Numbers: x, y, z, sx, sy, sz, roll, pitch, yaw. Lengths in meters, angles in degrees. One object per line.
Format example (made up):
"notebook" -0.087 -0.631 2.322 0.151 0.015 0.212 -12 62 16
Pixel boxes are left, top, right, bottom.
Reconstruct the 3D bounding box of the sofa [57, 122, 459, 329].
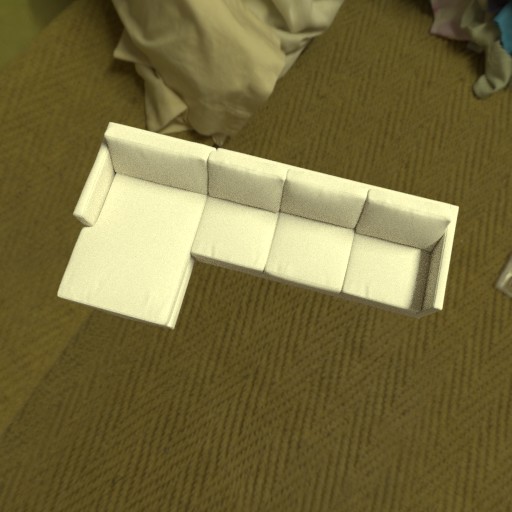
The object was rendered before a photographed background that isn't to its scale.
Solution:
"sofa" 0.000 0.000 3.931 3.186 0.846 1.625 15 75 4
